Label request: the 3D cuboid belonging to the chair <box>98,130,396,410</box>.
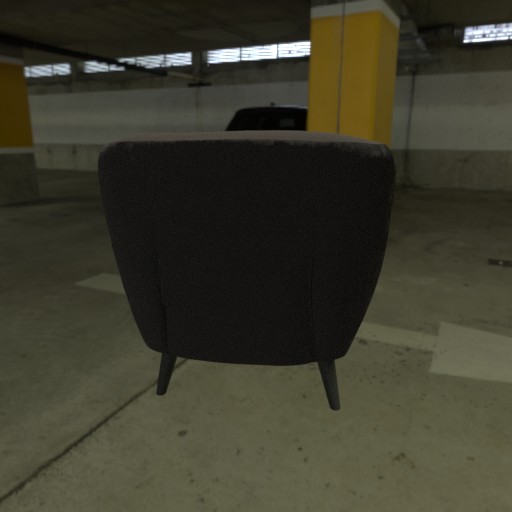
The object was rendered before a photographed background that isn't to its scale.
[{"bbox_3d":[0.000,0.000,1.490,0.840,0.807,0.819,2,16,8],"label":"chair"}]
